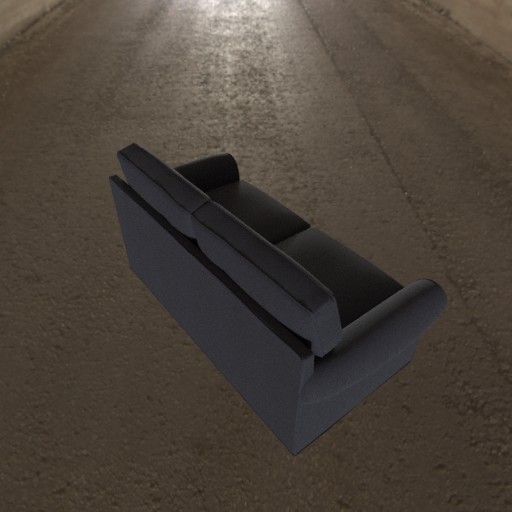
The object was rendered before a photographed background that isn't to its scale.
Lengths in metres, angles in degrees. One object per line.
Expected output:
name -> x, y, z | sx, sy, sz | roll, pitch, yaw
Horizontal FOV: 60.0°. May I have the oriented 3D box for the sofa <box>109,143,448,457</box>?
sofa -> 0.000, 0.000, 2.648 | 0.951, 1.031, 2.009 | -27, 47, -28
